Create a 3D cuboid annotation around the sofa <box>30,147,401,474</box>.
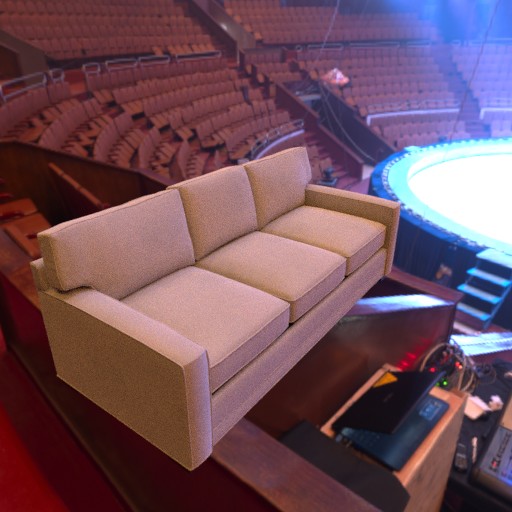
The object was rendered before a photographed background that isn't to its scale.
[{"bbox_3d":[0.000,0.000,2.540,0.935,0.862,2.088,18,31,32],"label":"sofa"}]
